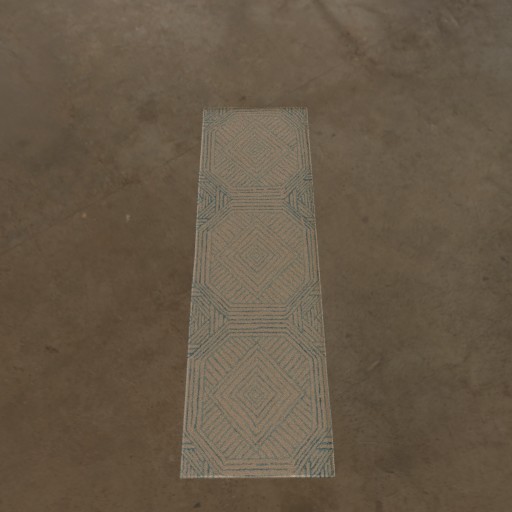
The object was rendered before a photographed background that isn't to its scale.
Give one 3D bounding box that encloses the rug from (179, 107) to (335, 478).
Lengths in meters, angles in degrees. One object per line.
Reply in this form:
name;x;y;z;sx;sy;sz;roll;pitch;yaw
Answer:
rug;0.000;0.000;2.737;0.775;0.012;2.452;0;63;0
